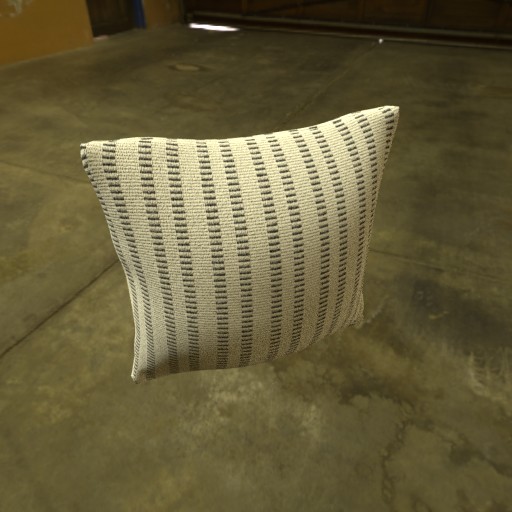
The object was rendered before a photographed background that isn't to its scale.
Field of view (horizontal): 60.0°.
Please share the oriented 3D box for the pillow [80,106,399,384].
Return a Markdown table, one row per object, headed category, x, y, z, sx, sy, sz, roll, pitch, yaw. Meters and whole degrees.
| category | x | y | z | sx | sy | sz | roll | pitch | yaw |
| --- | --- | --- | --- | --- | --- | --- | --- | --- | --- |
| pillow | 0.000 | 0.000 | 0.686 | 0.438 | 0.419 | 0.247 | -12 | 36 | -16 |
